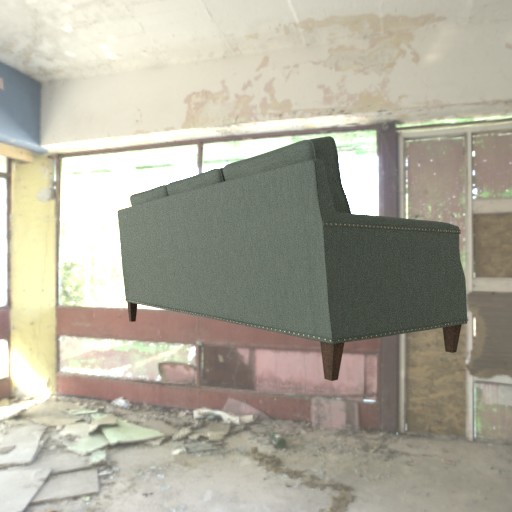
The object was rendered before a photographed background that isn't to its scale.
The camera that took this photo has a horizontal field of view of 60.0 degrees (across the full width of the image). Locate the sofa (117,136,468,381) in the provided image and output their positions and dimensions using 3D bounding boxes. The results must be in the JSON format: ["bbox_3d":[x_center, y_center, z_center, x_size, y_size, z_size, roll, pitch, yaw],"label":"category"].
[{"bbox_3d":[0.000,0.000,2.851,1.084,1.003,2.246,0,-1,-37],"label":"sofa"}]
